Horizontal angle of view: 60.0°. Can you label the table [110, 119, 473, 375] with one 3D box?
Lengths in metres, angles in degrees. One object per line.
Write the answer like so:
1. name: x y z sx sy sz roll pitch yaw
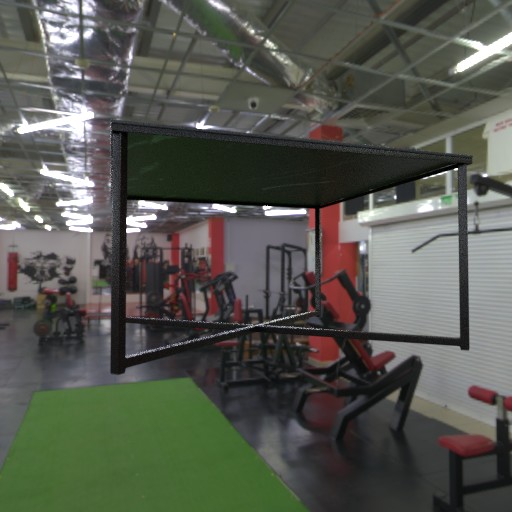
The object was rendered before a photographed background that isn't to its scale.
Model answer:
1. table: 0.000 0.000 1.277 0.800 0.450 0.800 1 -2 -18
